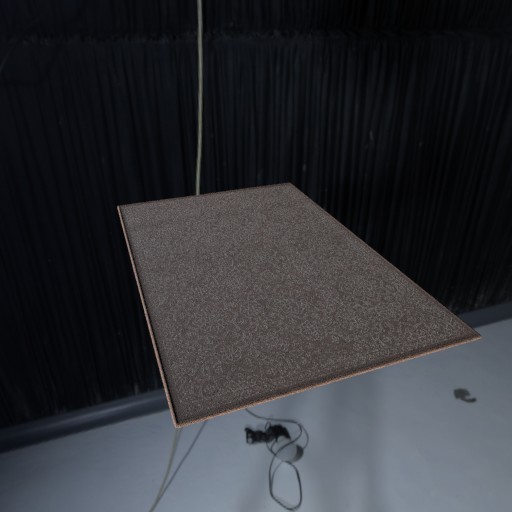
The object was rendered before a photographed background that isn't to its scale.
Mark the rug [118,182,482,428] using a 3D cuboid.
[{"bbox_3d":[0.000,0.000,2.869,1.524,0.011,2.286,-11,31,-18],"label":"rug"}]
